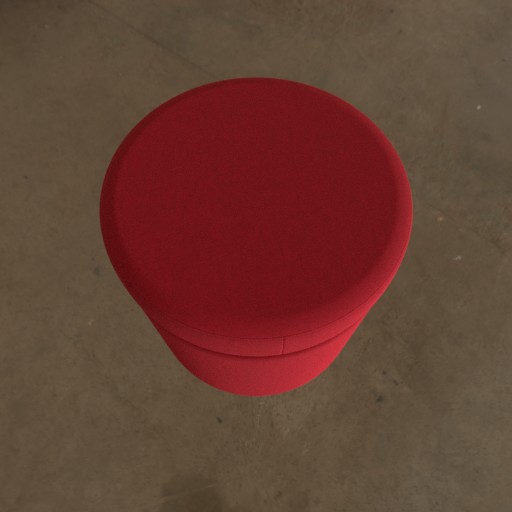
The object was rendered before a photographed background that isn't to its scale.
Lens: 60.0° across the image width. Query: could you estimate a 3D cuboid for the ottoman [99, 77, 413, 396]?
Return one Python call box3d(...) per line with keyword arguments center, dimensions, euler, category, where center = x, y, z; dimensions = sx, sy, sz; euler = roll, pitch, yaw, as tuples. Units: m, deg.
box3d(center=(0.000, 0.000, 0.736), dimensions=(0.400, 0.406, 0.400), euler=(0, 64, 0), category="ottoman")
